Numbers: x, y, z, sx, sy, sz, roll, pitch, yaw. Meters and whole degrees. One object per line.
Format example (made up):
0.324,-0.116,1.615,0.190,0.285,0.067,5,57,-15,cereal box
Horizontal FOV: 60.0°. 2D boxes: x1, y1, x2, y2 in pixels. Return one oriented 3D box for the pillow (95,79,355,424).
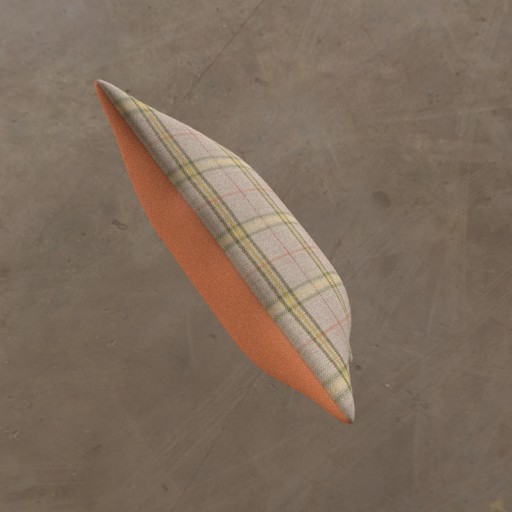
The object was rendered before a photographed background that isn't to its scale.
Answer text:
0.000,0.000,0.666,0.200,0.430,0.453,-35,78,-9,pillow
